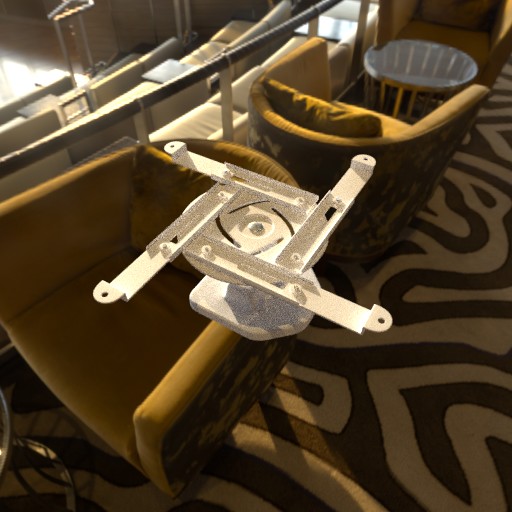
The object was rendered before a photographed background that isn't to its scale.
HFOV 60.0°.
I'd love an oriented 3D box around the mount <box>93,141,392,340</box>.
[{"bbox_3d":[0.000,0.000,0.595,0.394,0.141,0.394,24,51,21],"label":"mount"}]
